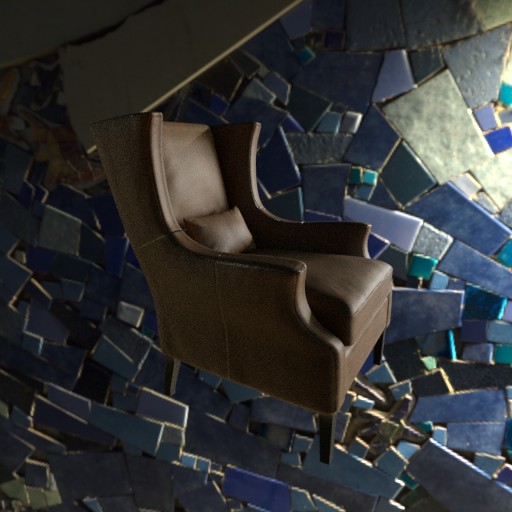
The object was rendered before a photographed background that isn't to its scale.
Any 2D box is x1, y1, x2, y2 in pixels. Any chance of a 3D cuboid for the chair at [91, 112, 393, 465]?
[{"bbox_3d":[0.000,0.000,1.685,0.925,1.016,0.852,7,16,26],"label":"chair"}]
